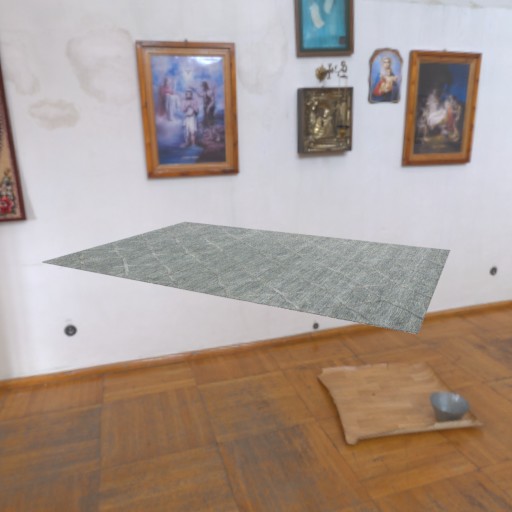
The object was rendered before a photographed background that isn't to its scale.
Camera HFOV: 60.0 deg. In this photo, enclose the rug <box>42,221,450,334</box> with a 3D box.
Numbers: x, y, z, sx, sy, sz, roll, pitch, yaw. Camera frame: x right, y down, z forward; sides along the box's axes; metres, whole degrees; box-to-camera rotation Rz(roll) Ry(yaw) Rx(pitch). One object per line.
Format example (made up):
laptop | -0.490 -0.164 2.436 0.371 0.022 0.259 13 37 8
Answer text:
rug | 0.000 0.000 2.969 2.283 0.006 1.521 8 17 26
